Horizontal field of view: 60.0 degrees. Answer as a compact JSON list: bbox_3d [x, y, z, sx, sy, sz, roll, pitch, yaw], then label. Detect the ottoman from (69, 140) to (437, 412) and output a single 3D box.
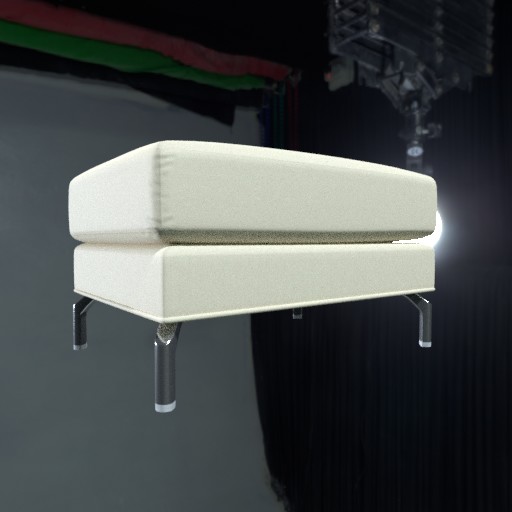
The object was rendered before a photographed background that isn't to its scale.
[{"bbox_3d":[0.000,0.000,1.198,0.835,0.497,0.581,-2,3,-36],"label":"ottoman"}]
